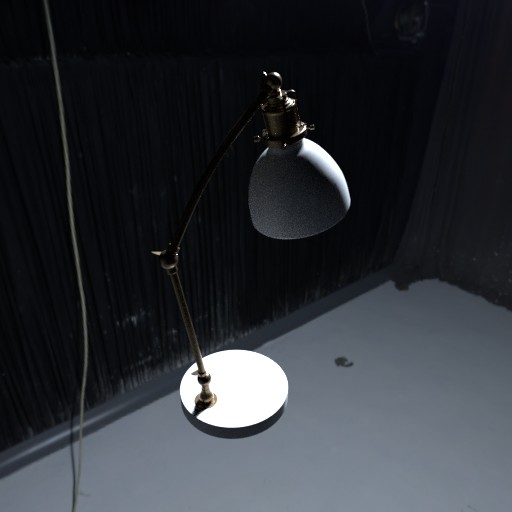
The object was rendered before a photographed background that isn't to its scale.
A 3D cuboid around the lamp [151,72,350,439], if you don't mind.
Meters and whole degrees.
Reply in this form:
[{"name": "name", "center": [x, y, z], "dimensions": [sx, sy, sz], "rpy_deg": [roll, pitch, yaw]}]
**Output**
[{"name": "lamp", "center": [0.000, 0.000, 0.683], "dimensions": [0.317, 0.522, 0.186], "rpy_deg": [-19, 33, -32]}]
